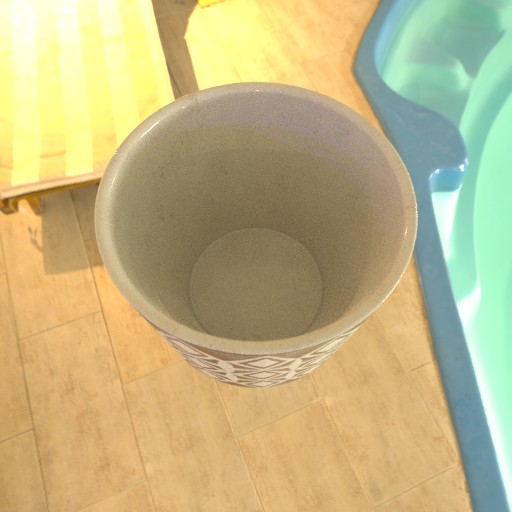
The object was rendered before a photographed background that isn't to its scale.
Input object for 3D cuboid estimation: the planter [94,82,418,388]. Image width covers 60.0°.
[{"bbox_3d":[0.000,0.000,0.458,0.260,0.220,0.260,0,63,0],"label":"planter"}]
